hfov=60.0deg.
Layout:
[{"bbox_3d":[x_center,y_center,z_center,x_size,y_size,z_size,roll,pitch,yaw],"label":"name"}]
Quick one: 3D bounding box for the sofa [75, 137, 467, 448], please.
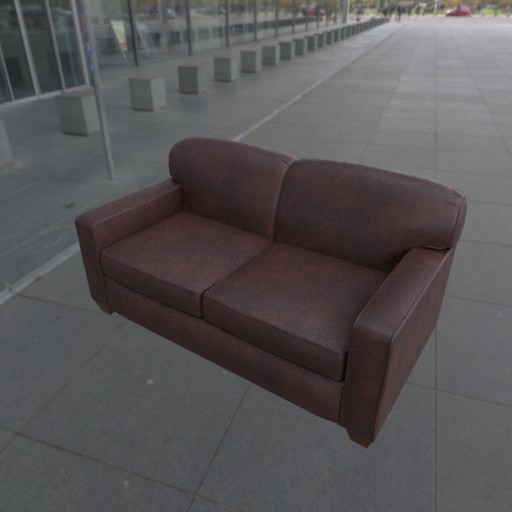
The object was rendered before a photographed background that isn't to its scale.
[{"bbox_3d":[0.000,0.000,2.426,1.856,0.966,1.000,19,34,30],"label":"sofa"}]
